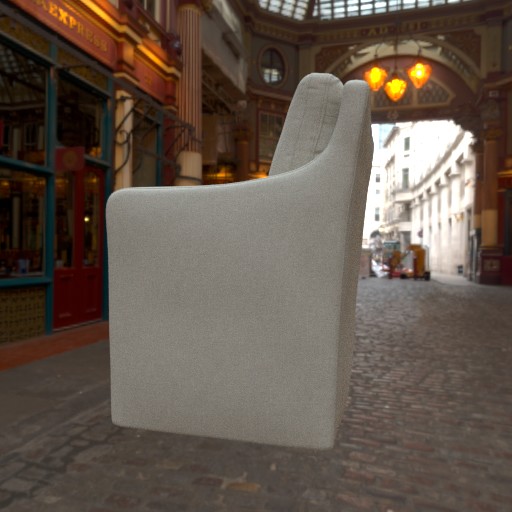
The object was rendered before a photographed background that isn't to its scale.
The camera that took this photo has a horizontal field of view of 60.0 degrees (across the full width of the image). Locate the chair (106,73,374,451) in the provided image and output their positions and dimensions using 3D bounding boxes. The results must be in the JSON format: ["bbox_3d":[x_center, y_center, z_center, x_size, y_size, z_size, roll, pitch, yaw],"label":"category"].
[{"bbox_3d":[0.000,0.000,1.369,0.694,0.914,0.626,0,1,16],"label":"chair"}]
